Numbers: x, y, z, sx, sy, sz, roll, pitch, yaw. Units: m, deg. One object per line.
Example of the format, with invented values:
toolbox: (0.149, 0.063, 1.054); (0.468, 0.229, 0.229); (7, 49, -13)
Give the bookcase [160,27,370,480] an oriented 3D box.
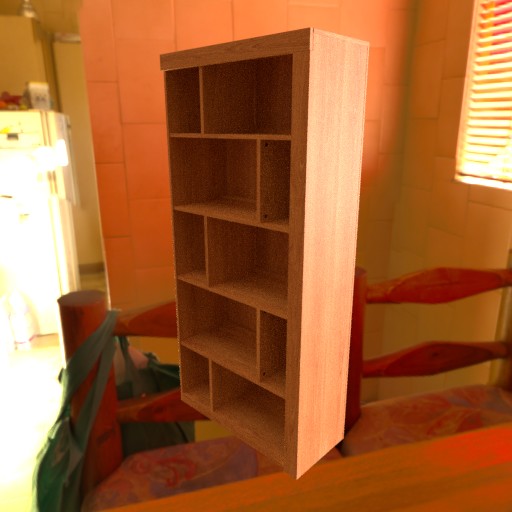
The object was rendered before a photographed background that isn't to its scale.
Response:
bookcase: (0.000, 0.000, 2.358); (0.950, 2.020, 0.420); (15, 22, 41)
